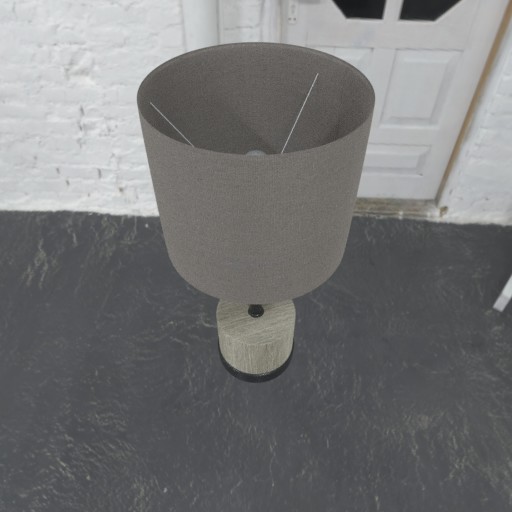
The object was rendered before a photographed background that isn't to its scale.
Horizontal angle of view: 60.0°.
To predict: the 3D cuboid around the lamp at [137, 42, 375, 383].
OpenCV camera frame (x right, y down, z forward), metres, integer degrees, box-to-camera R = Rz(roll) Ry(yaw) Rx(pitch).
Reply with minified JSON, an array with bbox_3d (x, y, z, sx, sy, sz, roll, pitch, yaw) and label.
[{"bbox_3d":[0.000,0.000,0.598,0.229,0.470,0.229,-15,48,-14],"label":"lamp"}]
